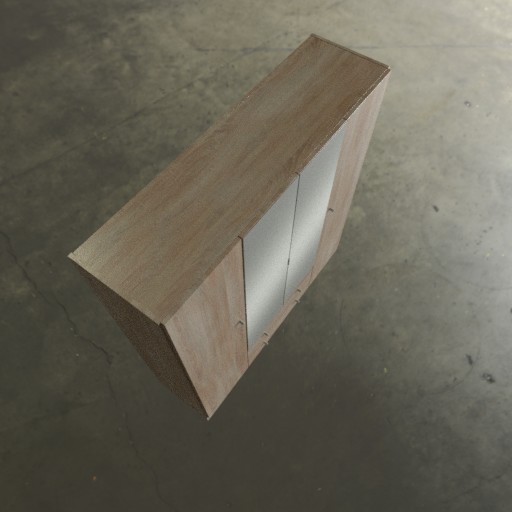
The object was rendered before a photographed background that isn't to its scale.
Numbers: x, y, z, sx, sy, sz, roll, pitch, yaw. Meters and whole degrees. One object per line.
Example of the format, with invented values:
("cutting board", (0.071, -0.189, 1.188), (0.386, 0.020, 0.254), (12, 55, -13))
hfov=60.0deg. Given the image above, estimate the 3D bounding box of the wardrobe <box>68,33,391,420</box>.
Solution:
("wardrobe", (0.000, 0.000, 3.204), (0.598, 2.159, 1.998), (32, 65, 17))
